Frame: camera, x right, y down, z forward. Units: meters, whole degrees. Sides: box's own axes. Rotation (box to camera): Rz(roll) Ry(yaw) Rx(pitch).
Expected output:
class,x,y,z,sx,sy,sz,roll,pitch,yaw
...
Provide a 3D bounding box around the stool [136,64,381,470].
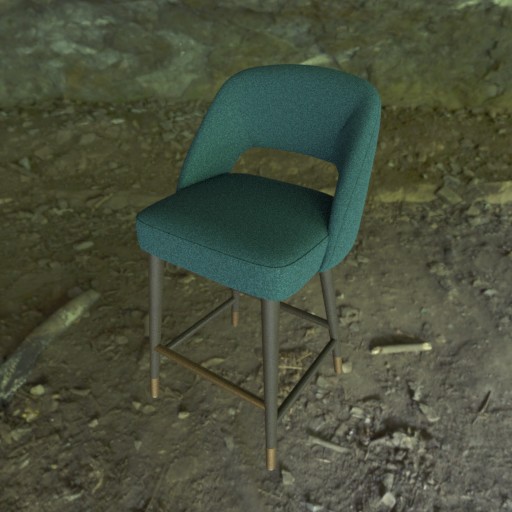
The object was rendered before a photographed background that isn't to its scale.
class,x,y,z,sx,sy,sz,roll,pitch,yaw
stool,0.000,0.000,1.240,0.536,0.939,0.522,19,36,29
